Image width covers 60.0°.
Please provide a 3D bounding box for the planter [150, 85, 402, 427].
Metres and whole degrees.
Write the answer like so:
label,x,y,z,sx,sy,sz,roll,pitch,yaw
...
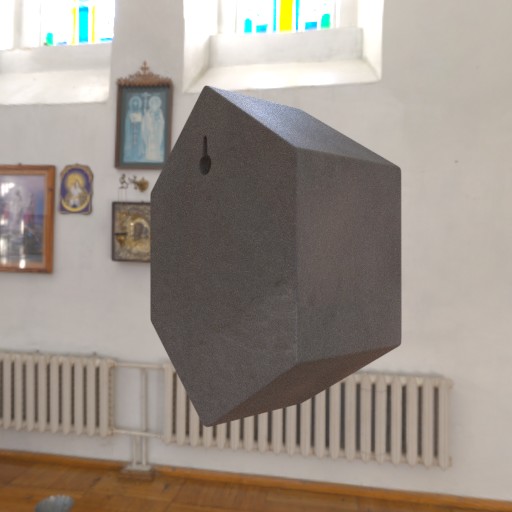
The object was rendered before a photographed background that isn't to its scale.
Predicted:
label,x,y,z,sx,sy,sz,roll,pitch,yaw
planter,0.000,0.000,0.290,0.077,0.206,0.169,0,0,-36
